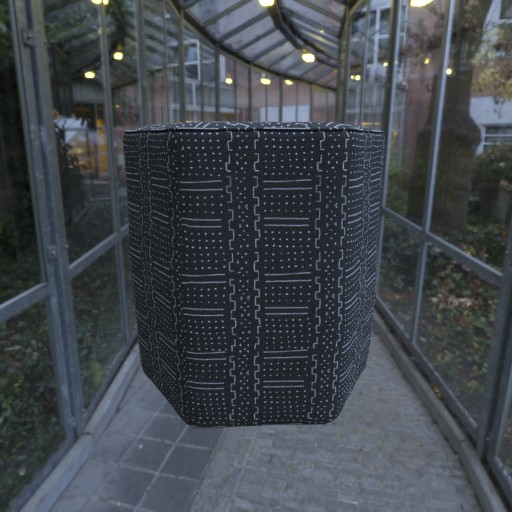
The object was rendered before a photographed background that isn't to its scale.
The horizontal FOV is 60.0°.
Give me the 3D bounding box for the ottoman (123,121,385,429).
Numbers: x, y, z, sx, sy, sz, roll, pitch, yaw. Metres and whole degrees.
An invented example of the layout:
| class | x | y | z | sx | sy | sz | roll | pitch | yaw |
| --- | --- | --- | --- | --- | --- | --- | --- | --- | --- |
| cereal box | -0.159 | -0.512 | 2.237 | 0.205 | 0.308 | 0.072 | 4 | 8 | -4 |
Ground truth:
| class | x | y | z | sx | sy | sz | roll | pitch | yaw |
| --- | --- | --- | --- | --- | --- | --- | --- | --- | --- |
| ottoman | 0.000 | 0.000 | 0.887 | 0.443 | 0.502 | 0.494 | 7 | 16 | 26 |
